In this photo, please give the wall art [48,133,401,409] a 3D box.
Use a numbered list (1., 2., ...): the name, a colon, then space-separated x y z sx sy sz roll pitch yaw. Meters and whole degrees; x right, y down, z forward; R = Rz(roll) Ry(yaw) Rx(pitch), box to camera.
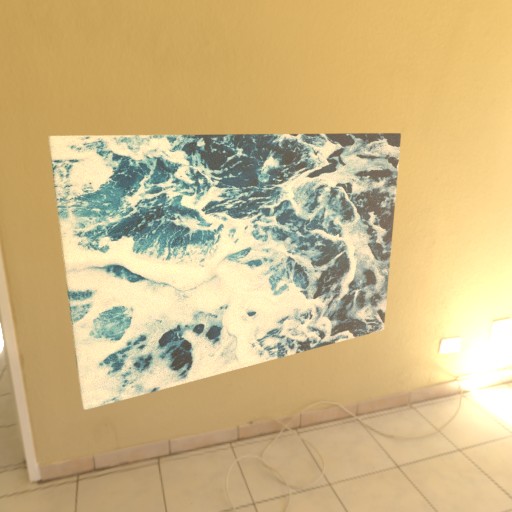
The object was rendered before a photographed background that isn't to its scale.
1. wall art: 0.000 0.000 1.920 1.524 1.017 0.055 -8 18 -26
